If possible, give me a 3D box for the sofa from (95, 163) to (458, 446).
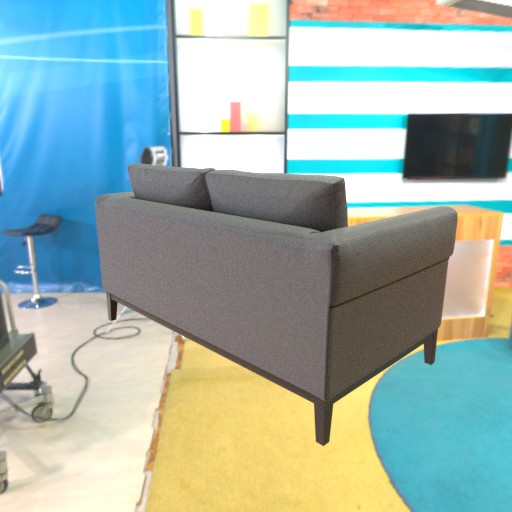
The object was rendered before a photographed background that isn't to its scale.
[{"bbox_3d":[0.000,0.000,2.185,0.899,0.873,1.598,-13,20,-43],"label":"sofa"}]
